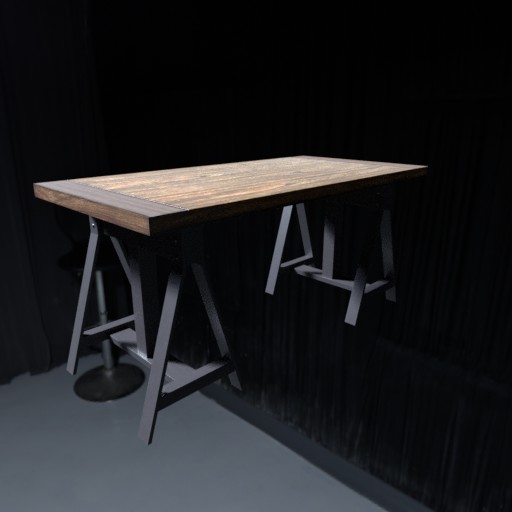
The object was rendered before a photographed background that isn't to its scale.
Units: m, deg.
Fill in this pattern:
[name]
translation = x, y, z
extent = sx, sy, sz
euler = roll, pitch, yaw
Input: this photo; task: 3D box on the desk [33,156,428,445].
[desk]
translation = 0.000, 0.000, 1.966
extent = 1.543, 0.725, 0.784
euler = -17, 25, -42
